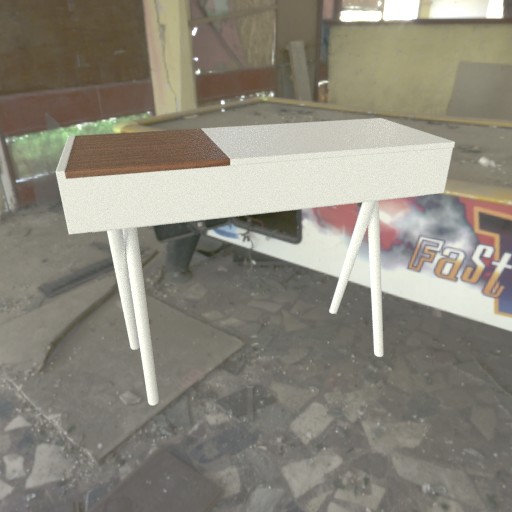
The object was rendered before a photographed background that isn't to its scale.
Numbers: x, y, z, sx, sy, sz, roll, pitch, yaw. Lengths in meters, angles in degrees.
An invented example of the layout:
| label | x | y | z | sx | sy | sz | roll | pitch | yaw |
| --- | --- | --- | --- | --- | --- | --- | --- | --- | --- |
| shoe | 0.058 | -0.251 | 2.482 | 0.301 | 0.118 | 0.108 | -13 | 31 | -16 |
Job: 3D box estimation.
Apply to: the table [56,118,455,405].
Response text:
| label | x | y | z | sx | sy | sz | roll | pitch | yaw |
| --- | --- | --- | --- | --- | --- | --- | --- | --- | --- |
| table | 0.000 | 0.000 | 1.489 | 1.066 | 0.785 | 0.418 | -8 | 28 | -15 |
